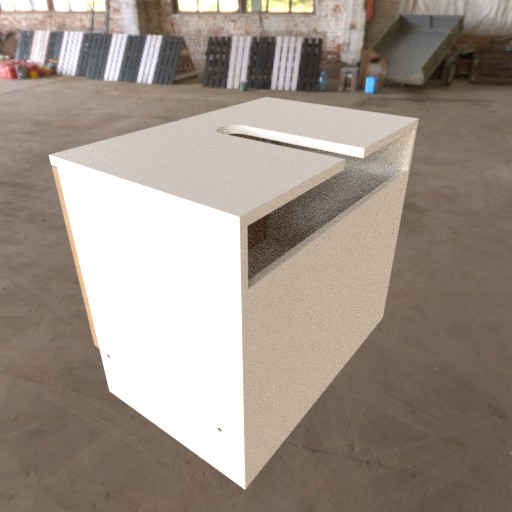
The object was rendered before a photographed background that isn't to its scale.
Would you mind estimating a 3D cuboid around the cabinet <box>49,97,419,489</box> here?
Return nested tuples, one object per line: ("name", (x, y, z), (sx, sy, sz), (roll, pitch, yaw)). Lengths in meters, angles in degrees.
("cabinet", (0.000, 0.000, 0.950), (0.400, 0.522, 0.600), (21, 36, 31))
